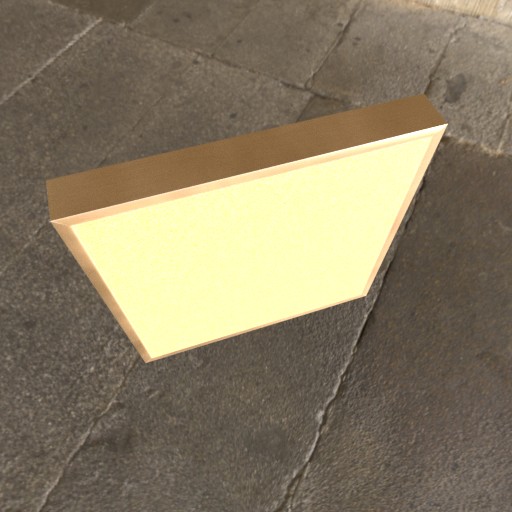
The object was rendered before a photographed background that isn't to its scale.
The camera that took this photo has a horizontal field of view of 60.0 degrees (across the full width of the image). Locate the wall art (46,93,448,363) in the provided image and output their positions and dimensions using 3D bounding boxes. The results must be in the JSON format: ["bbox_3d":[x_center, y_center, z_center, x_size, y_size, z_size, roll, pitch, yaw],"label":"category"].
[{"bbox_3d":[0.000,0.000,0.462,0.305,0.303,0.038,-15,60,-9],"label":"wall art"}]
